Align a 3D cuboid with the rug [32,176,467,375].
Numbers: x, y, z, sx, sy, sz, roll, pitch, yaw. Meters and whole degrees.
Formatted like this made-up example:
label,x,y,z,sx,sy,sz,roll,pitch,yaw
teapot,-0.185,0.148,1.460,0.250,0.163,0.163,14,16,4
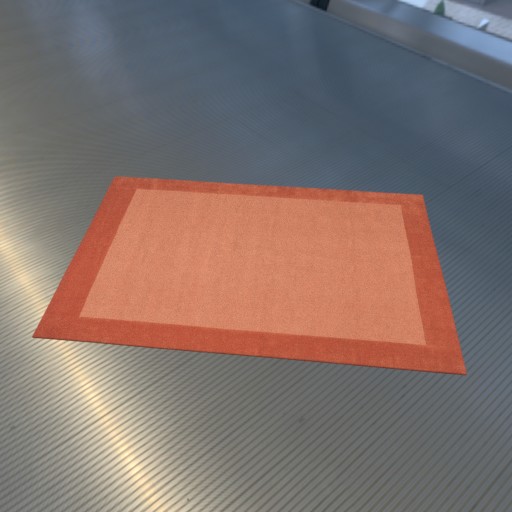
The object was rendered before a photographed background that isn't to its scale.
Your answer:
label,x,y,z,sx,sy,sz,roll,pitch,yaw
rug,0.000,0.000,2.982,2.438,0.014,1.524,4,47,4
